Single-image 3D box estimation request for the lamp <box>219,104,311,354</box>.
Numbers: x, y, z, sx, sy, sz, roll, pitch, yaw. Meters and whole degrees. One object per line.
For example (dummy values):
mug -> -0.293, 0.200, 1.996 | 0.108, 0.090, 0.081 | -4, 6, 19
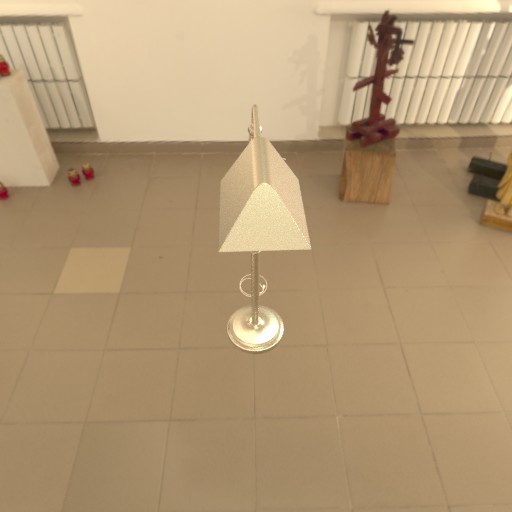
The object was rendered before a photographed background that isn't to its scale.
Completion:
lamp -> 0.000, 0.000, 0.962 | 0.159, 0.708, 0.546 | -1, 45, -1
